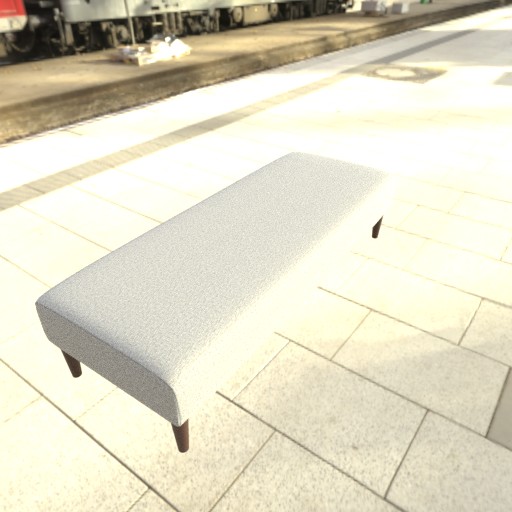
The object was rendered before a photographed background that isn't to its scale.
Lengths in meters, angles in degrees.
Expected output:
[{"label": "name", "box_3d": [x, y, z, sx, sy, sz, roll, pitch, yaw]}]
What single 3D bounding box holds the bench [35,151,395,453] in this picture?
[{"label": "bench", "box_3d": [0.000, 0.000, 1.865, 0.631, 0.383, 1.598, 21, 39, 28]}]
